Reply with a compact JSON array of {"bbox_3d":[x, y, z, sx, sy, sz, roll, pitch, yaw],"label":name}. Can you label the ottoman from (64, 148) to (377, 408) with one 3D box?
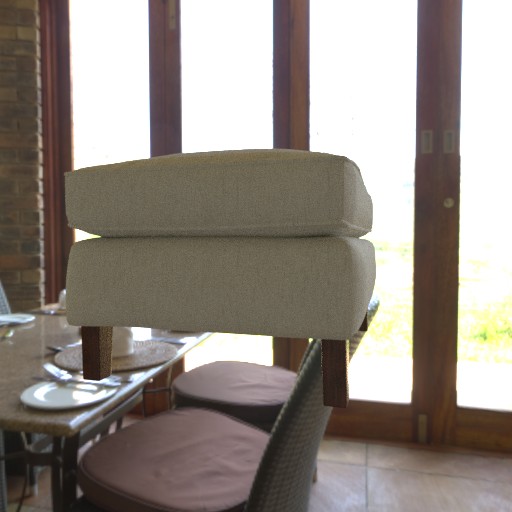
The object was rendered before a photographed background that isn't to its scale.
[{"bbox_3d":[0.000,0.000,0.954,0.501,0.406,0.665,1,2,17],"label":"ottoman"}]
